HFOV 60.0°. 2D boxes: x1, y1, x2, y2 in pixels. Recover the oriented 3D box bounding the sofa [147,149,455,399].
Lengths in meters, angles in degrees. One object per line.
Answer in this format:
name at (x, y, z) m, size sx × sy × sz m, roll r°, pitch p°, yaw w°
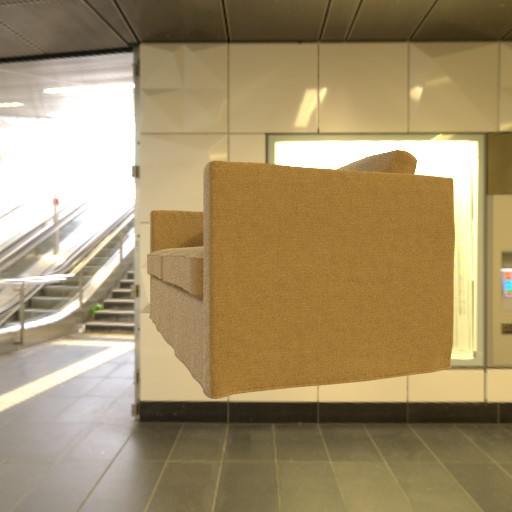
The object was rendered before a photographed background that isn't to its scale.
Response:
sofa at (0.000, 0.000, 2.272) m, size 0.956 × 0.828 × 1.766 m, roll 0°, pitch 0°, yaw -19°
